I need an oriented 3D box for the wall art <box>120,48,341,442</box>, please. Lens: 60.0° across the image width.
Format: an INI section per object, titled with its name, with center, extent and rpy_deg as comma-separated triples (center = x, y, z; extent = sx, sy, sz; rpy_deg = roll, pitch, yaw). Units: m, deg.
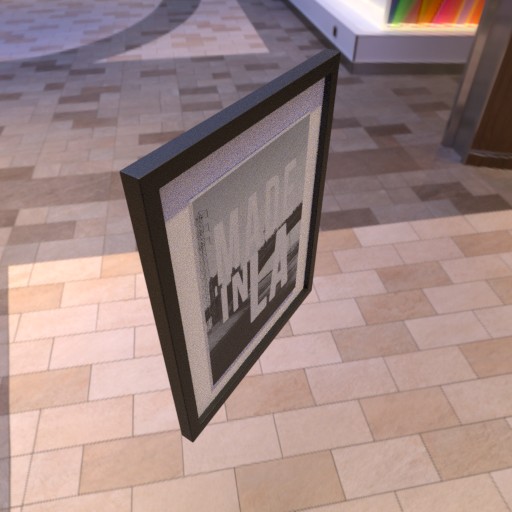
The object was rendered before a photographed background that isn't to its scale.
[wall art]
center = 0.000, 0.000, 0.766
extent = 0.028, 0.559, 0.457
rpy_deg = 24, 47, 24
